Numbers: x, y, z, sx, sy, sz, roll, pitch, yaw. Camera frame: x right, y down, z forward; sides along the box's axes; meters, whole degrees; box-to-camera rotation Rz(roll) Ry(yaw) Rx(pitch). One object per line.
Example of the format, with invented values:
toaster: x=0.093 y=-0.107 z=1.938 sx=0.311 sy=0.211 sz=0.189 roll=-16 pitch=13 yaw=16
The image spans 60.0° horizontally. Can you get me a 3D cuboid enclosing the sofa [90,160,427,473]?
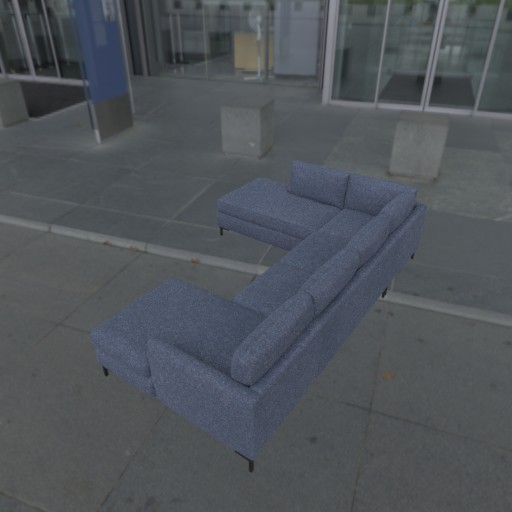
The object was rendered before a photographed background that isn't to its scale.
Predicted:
sofa: x=0.000 y=0.000 z=3.839 sx=2.007 sy=0.813 sz=2.956 roll=20 pitch=37 yaw=29
